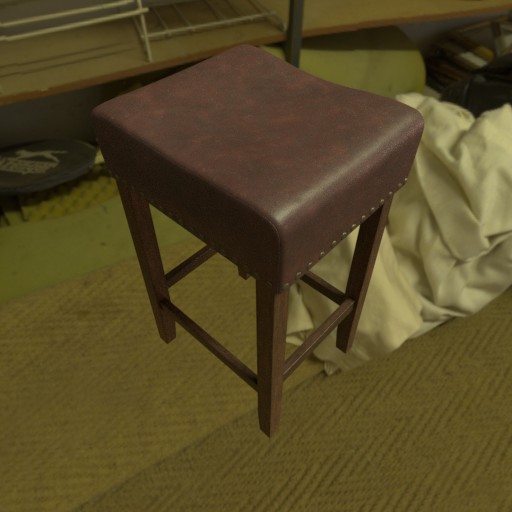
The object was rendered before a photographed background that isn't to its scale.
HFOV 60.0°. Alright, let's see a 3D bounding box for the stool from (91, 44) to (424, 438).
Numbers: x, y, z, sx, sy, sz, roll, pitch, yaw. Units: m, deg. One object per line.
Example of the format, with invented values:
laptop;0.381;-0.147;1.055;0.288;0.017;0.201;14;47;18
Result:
stool;0.000;0.000;1.055;0.465;0.769;0.401;34;56;28
